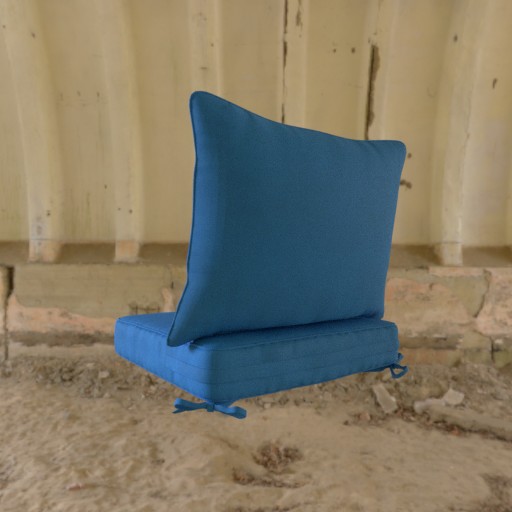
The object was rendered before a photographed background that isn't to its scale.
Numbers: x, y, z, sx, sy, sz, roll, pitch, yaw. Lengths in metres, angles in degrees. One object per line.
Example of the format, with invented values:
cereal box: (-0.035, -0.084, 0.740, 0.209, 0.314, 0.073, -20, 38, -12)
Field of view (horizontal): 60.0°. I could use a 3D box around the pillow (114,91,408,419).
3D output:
pillow: (0.000, 0.000, 1.409, 0.798, 0.725, 0.733, 0, 0, -36)
